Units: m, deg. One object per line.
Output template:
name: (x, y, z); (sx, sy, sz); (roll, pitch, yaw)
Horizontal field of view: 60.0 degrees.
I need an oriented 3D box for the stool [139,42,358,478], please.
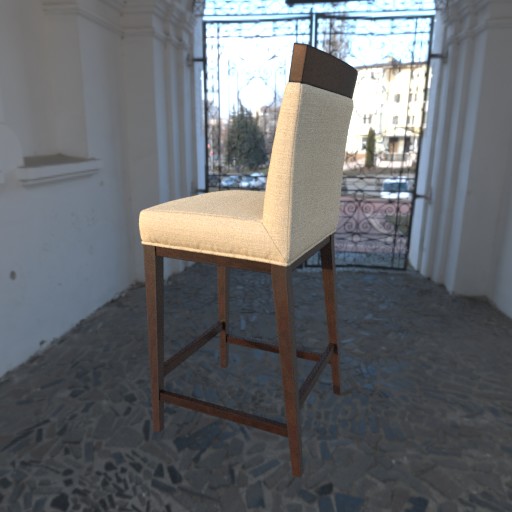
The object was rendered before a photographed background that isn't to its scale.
stool: (0.000, 0.000, 1.398); (0.531, 1.117, 0.511); (7, 17, 24)
